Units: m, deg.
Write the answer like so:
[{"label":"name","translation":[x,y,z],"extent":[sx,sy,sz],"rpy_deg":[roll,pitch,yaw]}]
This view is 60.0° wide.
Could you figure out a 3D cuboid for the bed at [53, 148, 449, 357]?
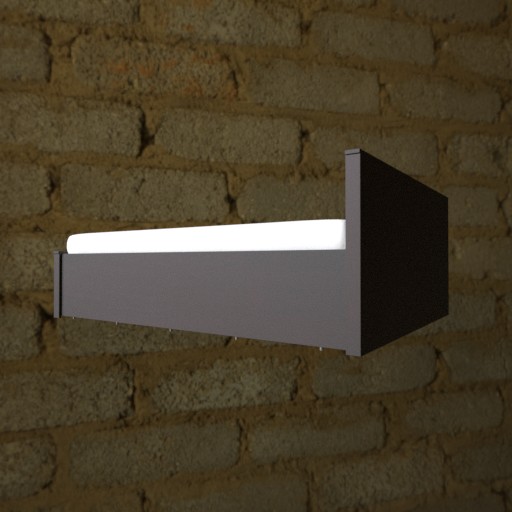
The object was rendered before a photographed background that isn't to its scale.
[{"label":"bed","translation":[0.000,0.000,2.983],"extent":[2.103,0.808,1.634],"rpy_deg":[0,-1,35]}]
